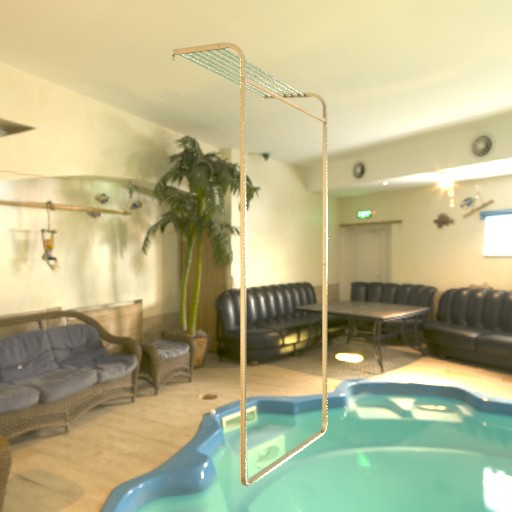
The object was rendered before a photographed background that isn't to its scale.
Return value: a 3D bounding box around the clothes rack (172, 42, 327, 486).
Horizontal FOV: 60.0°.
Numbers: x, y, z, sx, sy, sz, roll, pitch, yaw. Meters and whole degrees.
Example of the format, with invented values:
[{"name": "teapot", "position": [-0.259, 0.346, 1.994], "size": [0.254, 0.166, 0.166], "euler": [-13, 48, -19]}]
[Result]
[{"name": "clothes rack", "position": [0.000, 0.000, 1.833], "size": [0.349, 1.574, 0.609], "euler": [0, 1, 36]}]
